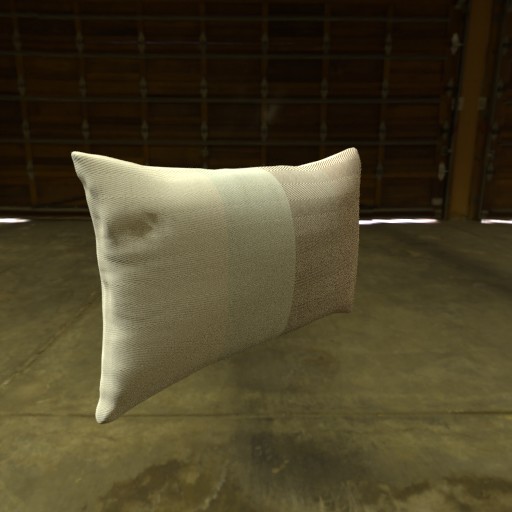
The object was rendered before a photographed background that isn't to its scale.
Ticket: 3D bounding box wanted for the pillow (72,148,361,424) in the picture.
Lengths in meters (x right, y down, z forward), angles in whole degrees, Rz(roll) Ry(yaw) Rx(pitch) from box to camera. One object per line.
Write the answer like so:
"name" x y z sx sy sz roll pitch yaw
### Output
"pillow" 0.000 0.000 0.637 0.139 0.305 0.506 13 18 43
